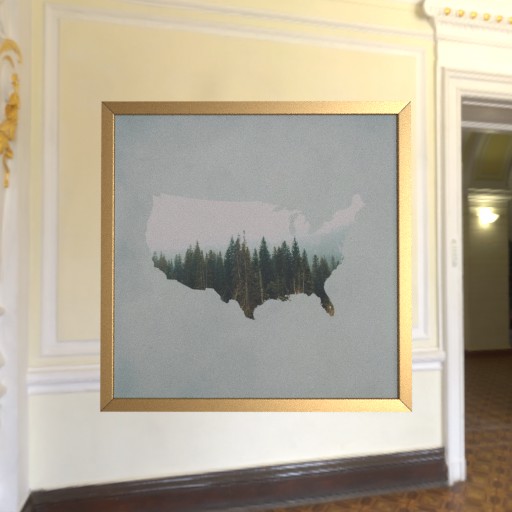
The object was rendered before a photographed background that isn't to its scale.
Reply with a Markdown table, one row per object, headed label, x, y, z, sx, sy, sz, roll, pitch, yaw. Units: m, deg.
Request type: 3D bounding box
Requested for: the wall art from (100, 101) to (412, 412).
| label | x | y | z | sx | sy | sz | roll | pitch | yaw |
| --- | --- | --- | --- | --- | --- | --- | --- | --- | --- |
| wall art | 0.000 | 0.000 | 1.106 | 0.762 | 0.762 | 0.038 | 0 | -1 | 0 |
